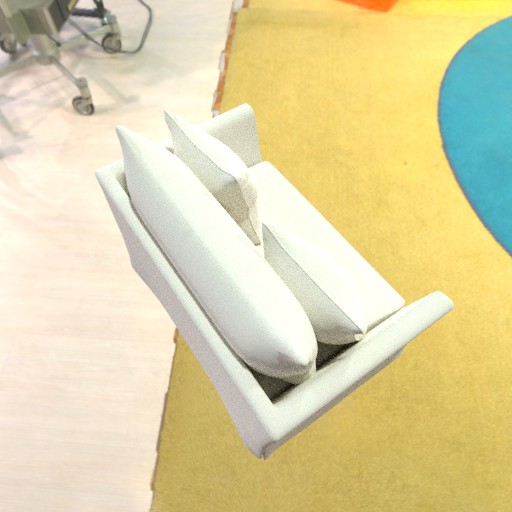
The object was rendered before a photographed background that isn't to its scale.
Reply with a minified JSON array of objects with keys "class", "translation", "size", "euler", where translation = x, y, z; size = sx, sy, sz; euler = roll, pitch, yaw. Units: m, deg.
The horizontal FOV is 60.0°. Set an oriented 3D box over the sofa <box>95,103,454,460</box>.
[{"class":"sofa","translation":[0.000,0.000,2.276],"size":[1.026,1.039,1.608],"euler":[-30,62,-18]}]
